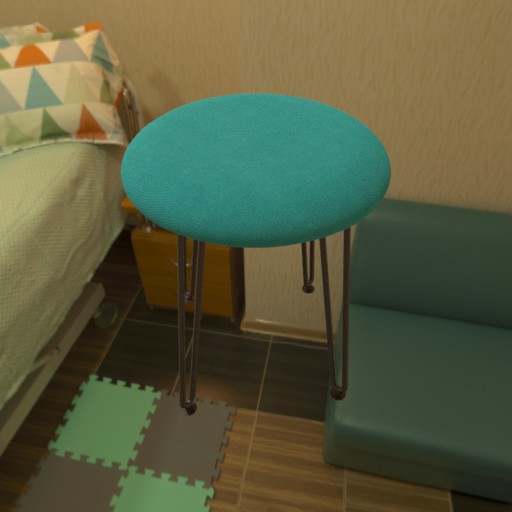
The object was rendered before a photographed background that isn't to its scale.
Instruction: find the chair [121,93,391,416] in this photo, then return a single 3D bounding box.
[{"bbox_3d":[0.000,0.000,0.703,0.350,0.430,0.350,-12,42,-14],"label":"chair"}]
